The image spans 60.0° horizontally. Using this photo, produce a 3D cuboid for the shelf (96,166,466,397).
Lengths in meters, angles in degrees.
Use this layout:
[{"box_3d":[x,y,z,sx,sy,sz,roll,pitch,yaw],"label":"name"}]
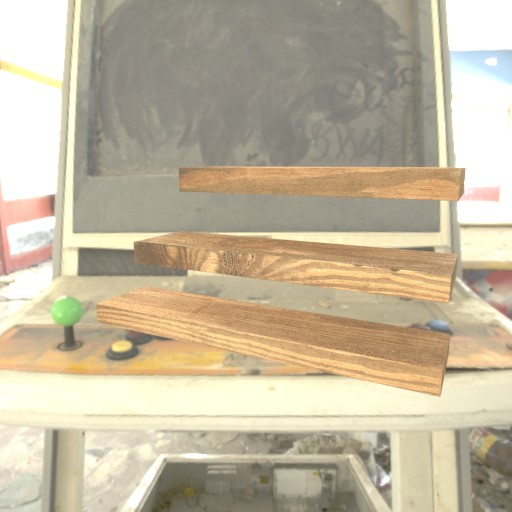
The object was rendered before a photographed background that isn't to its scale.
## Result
[{"box_3d":[0.000,0.000,0.743,0.610,0.293,0.140,6,13,26],"label":"shelf"}]
